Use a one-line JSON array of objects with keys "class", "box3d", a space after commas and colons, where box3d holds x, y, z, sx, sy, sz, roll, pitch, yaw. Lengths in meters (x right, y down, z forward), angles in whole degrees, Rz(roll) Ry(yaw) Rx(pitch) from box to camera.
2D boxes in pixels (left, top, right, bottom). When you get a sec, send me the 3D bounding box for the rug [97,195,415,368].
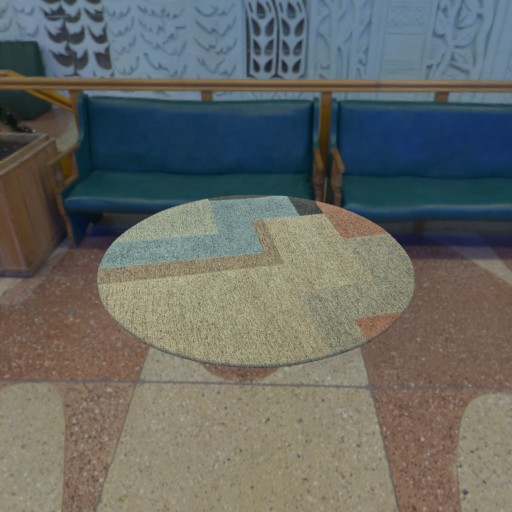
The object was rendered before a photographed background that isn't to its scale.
[{"class": "rug", "box3d": [0.000, 0.000, 3.581, 2.461, 0.033, 2.461, 0, 31, 0]}]
